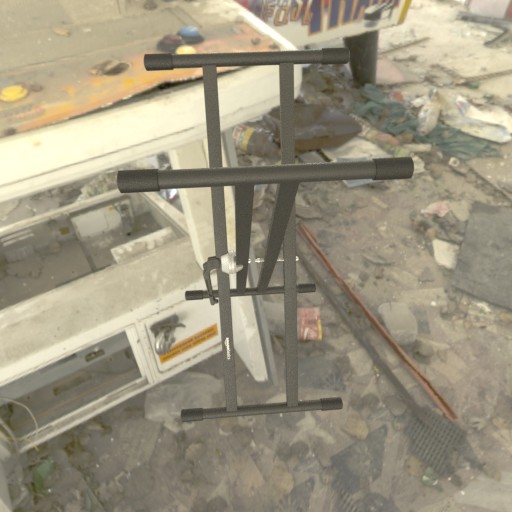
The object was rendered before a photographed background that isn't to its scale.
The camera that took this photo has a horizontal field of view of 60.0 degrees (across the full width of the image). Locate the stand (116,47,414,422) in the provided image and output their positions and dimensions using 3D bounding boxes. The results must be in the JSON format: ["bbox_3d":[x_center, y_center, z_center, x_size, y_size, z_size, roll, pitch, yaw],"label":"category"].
[{"bbox_3d":[0.000,0.000,1.201,0.495,0.900,0.503,-3,46,-3],"label":"stand"}]
